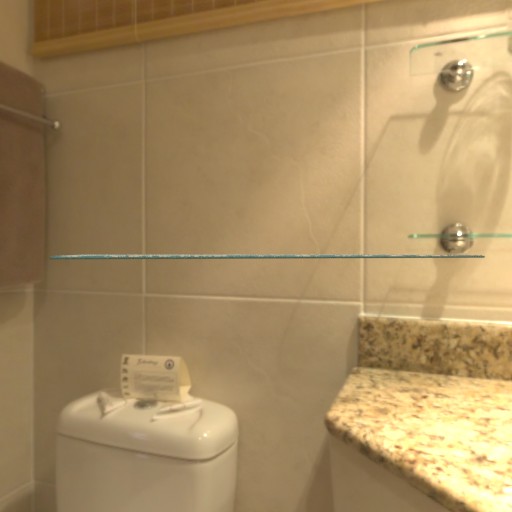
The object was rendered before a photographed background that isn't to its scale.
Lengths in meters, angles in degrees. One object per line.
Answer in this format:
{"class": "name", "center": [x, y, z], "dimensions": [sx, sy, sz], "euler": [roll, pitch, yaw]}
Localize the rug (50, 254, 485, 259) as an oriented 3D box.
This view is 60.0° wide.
{"class": "rug", "center": [0.000, 0.000, 2.345], "dimensions": [1.833, 0.012, 1.211], "euler": [0, 0, -17]}
